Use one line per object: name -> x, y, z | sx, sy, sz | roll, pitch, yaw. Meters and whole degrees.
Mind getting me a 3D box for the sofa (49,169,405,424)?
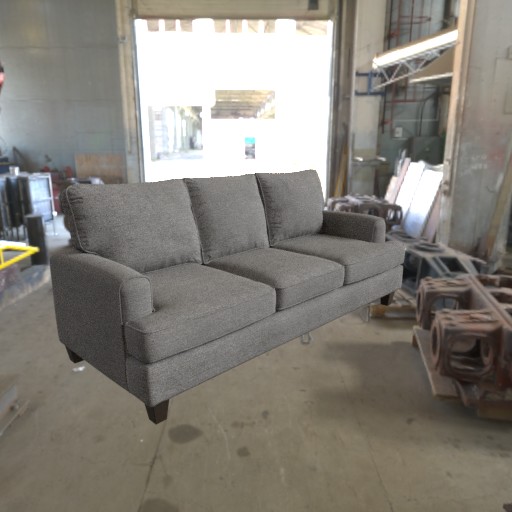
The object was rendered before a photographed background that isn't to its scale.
sofa -> 0.000, 0.000, 2.737 | 0.951, 0.965, 2.158 | 14, 20, 43
